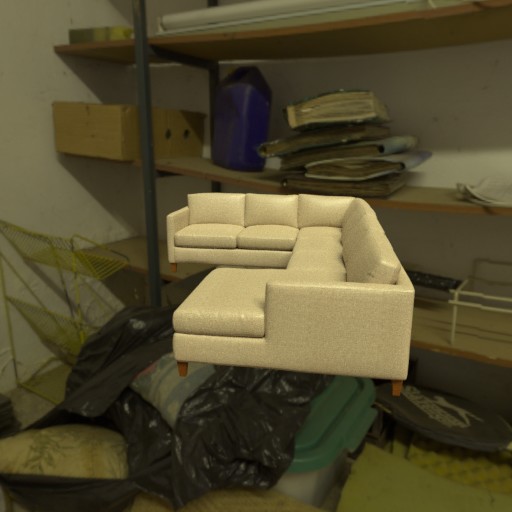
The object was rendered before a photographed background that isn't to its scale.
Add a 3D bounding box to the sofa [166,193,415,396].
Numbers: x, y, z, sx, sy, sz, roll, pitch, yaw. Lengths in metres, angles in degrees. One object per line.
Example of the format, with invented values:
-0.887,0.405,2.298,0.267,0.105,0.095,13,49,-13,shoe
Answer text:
0.000,0.000,4.597,2.594,0.961,3.460,2,15,9,sofa
